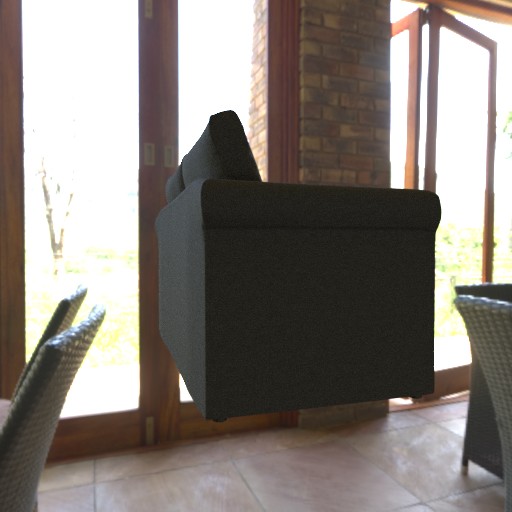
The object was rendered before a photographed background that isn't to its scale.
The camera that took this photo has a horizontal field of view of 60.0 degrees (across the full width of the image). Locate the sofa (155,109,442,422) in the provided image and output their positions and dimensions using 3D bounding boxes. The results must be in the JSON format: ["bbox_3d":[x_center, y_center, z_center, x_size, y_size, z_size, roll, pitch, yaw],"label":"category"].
[{"bbox_3d":[0.000,0.000,1.914,0.741,0.872,1.460,0,1,-17],"label":"sofa"}]
